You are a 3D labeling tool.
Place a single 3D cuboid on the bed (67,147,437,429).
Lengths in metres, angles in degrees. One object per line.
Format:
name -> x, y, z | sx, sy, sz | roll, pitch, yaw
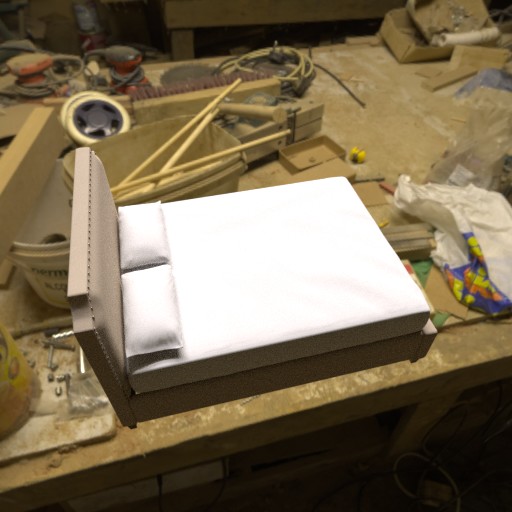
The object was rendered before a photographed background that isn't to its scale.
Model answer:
bed -> 0.000, 0.000, 3.423 | 2.329, 1.415, 1.703 | -10, 47, -10
